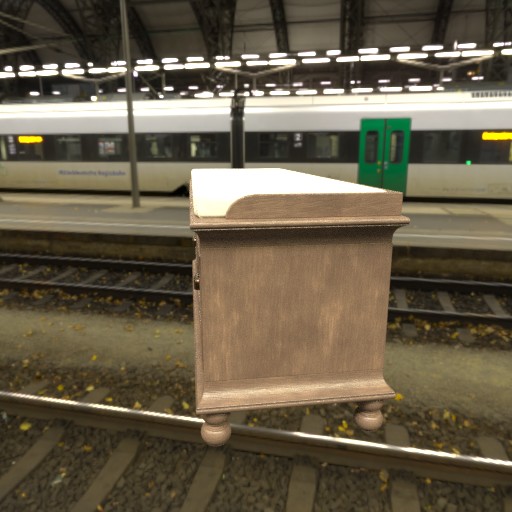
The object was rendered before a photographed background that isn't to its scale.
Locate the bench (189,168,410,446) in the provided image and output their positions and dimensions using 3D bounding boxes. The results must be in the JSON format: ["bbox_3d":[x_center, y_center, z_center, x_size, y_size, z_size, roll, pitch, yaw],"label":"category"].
[{"bbox_3d":[0.000,0.000,1.403,0.402,0.501,1.185,-2,14,-8],"label":"bench"}]
